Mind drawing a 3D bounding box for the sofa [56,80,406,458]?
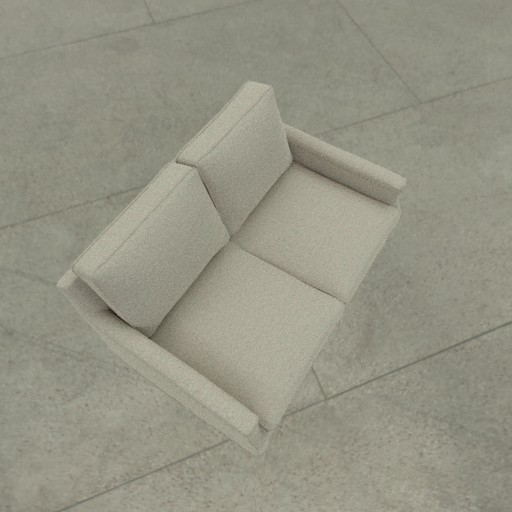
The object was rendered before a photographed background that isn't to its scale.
[{"bbox_3d":[0.000,0.000,2.343,1.084,1.003,1.597,30,65,15],"label":"sofa"}]
